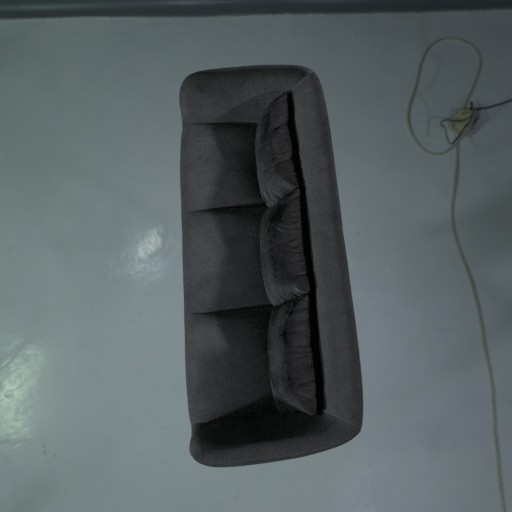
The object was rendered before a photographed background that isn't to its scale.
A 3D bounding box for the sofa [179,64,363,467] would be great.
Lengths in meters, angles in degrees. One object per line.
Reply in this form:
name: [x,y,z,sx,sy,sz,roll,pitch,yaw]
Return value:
sofa: [0.000,0.000,2.770,0.956,0.875,2.296,-4,75,-1]
